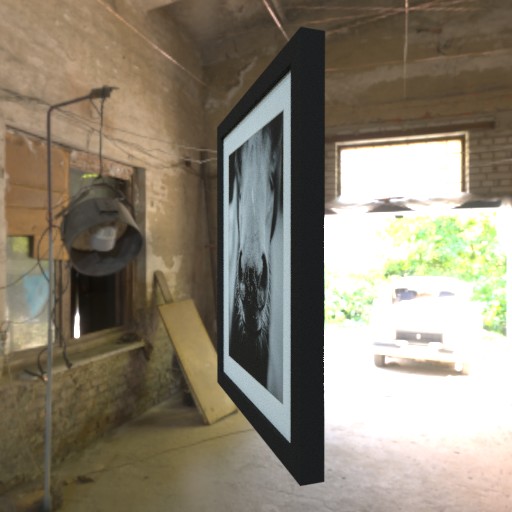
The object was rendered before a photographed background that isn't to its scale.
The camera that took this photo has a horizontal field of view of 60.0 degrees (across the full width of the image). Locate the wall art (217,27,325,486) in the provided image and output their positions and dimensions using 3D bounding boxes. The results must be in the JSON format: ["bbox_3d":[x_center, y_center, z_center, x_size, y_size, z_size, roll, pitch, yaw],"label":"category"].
[{"bbox_3d":[0.000,0.000,0.550,0.024,0.404,0.329,0,0,-18],"label":"wall art"}]
